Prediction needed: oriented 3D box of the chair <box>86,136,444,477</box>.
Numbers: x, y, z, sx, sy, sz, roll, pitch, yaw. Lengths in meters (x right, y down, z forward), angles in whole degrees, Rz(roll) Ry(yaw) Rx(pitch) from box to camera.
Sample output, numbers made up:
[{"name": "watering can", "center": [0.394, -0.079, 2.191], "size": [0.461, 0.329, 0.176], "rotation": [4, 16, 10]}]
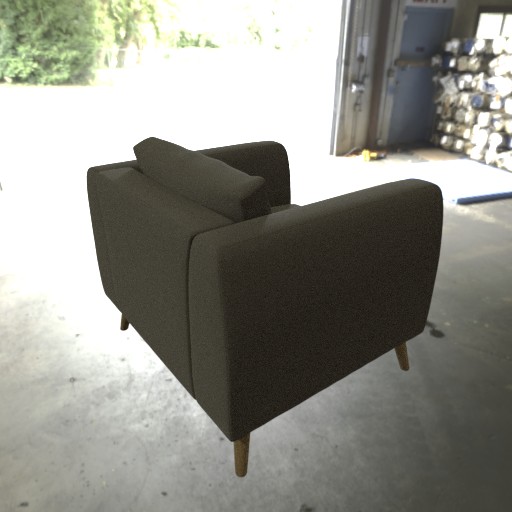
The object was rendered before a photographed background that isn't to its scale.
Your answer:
[{"name": "chair", "center": [0.000, 0.000, 1.700], "size": [0.930, 0.860, 1.000], "rotation": [-18, 31, -32]}]
